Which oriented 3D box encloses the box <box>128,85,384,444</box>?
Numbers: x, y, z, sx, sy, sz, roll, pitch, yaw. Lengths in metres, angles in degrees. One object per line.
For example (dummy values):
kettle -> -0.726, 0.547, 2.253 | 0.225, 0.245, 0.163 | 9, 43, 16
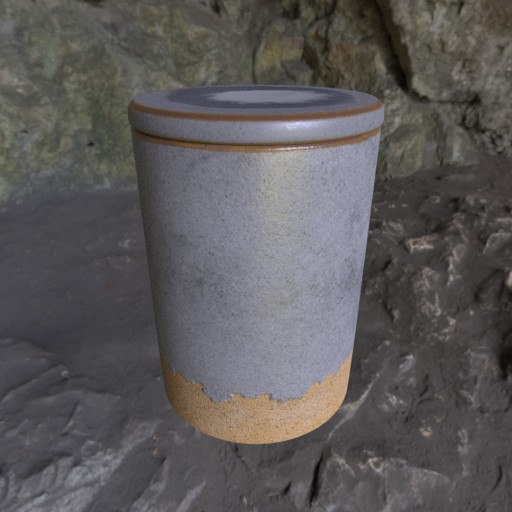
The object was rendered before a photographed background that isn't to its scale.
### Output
box -> 0.000, 0.000, 0.245 | 0.118, 0.168, 0.118 | 0, 26, 0
